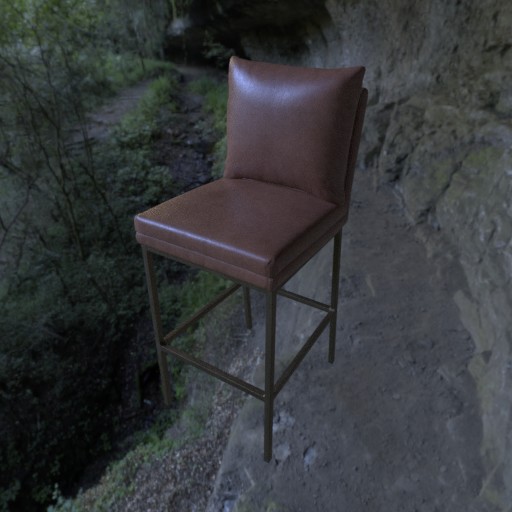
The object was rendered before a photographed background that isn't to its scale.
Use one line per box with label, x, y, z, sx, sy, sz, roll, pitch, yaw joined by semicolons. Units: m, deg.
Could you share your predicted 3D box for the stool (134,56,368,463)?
stool;0.000;0.000;1.428;0.463;1.124;0.571;18;35;28
